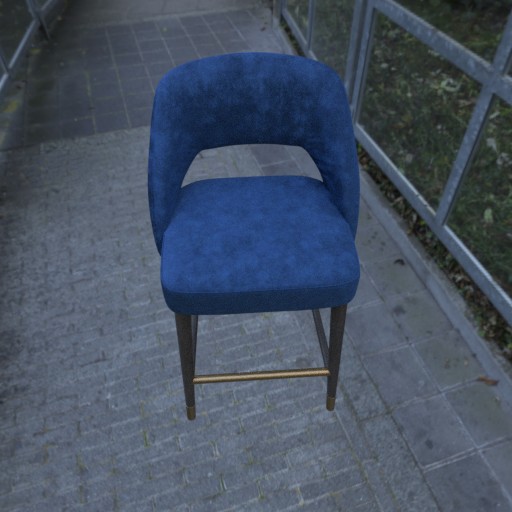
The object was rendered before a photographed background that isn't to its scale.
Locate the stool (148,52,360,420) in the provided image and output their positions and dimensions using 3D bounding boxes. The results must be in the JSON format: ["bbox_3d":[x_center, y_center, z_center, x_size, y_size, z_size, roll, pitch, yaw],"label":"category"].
[{"bbox_3d":[0.000,0.000,1.243,0.536,0.925,0.524,-3,47,-3],"label":"stool"}]
